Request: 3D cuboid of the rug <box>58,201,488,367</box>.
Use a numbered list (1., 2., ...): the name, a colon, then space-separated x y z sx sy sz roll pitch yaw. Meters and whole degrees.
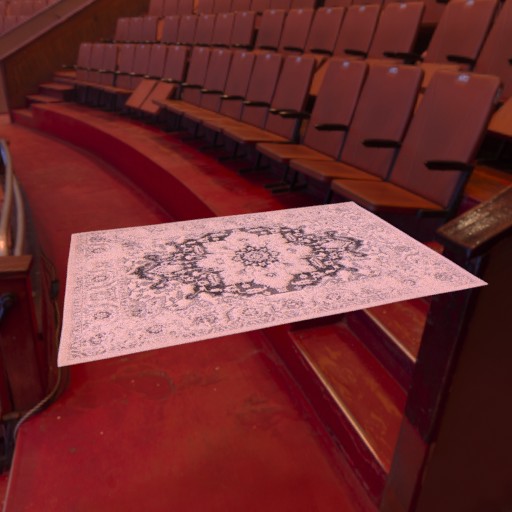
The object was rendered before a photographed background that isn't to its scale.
1. rug: 0.000 0.000 2.263 1.813 0.008 1.223 -8 27 -17
